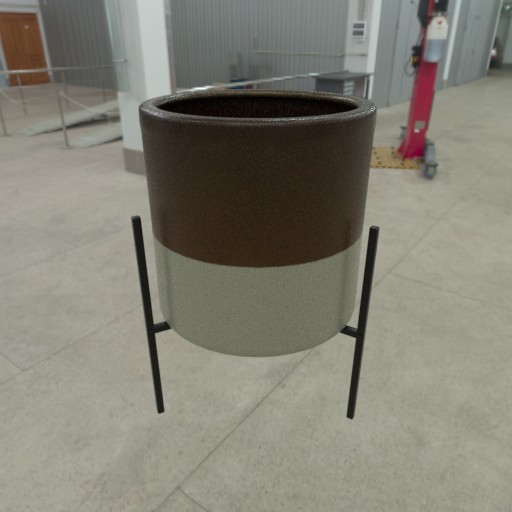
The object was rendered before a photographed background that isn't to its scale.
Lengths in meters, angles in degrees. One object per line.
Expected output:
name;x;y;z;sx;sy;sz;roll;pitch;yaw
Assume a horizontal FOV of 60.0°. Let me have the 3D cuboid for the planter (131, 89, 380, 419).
planter;0.000;0.000;0.560;0.255;0.375;0.269;0;26;1
